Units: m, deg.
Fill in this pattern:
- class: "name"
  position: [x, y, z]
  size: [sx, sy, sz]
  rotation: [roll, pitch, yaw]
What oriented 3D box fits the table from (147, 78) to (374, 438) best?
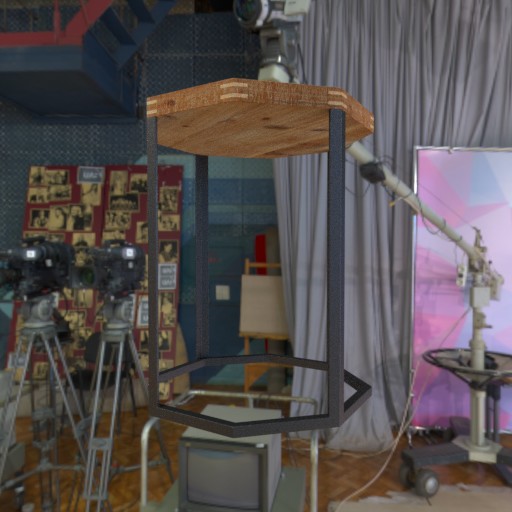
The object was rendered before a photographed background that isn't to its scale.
- class: "table"
  position: [0.000, 0.000, 0.893]
  size: [0.458, 0.543, 0.458]
  rotation: [-1, 2, -36]
